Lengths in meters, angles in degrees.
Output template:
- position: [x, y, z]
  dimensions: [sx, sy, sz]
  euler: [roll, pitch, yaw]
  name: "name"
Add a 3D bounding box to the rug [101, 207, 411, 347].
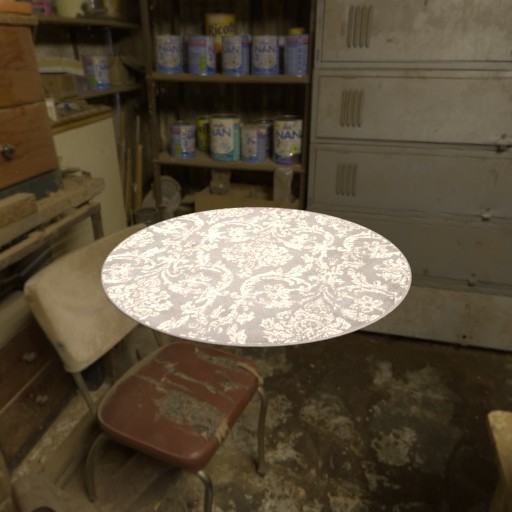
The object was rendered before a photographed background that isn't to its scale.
- position: [0.000, 0.000, 2.382]
  dimensions: [1.593, 0.012, 1.593]
  euler: [0, 25, 0]
  name: "rug"
